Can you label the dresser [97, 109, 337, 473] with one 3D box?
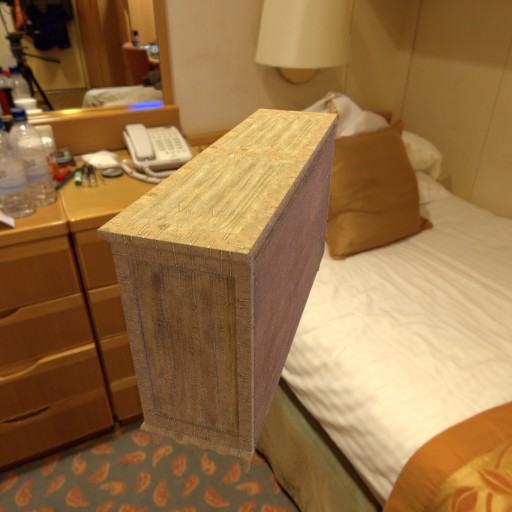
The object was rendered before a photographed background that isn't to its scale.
[{"bbox_3d":[0.000,0.000,2.146,0.457,1.016,1.626,9,32,15],"label":"dresser"}]
